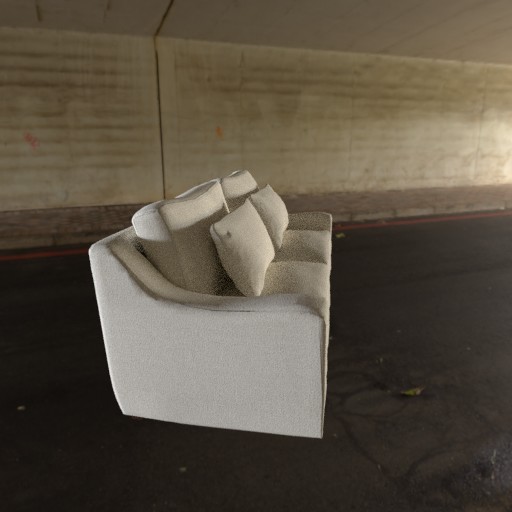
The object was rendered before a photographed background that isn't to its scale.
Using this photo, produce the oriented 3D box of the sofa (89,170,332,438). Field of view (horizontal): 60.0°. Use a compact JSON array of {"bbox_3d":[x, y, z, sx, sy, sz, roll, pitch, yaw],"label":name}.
[{"bbox_3d":[0.000,0.000,2.994,1.009,1.022,2.470,3,15,9],"label":"sofa"}]
